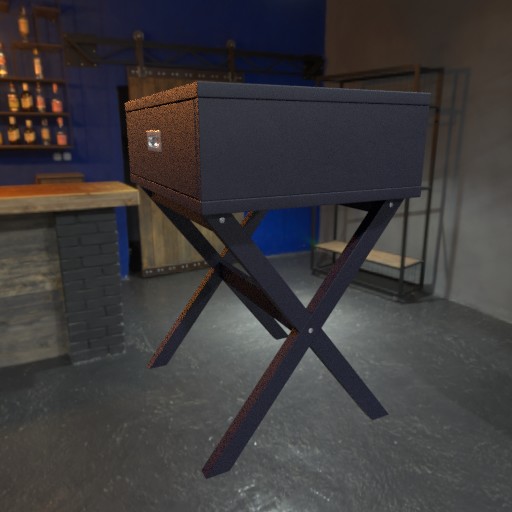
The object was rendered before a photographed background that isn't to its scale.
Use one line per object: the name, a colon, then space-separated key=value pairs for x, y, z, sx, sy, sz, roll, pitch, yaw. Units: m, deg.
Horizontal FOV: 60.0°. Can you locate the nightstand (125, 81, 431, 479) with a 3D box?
nightstand: x=0.000 y=0.000 z=0.928 sx=0.402 sy=0.623 sz=0.479 roll=-8 pitch=17 yaw=-25
